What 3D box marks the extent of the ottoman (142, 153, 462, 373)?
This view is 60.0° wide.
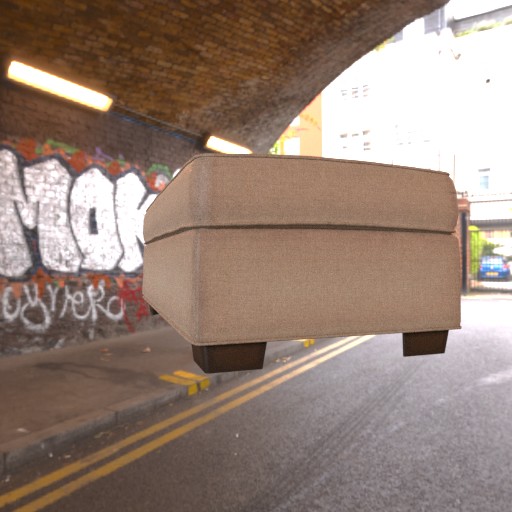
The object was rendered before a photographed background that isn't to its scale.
[{"bbox_3d":[0.000,0.000,1.406,0.617,0.448,1.097,0,0,-19],"label":"ottoman"}]
